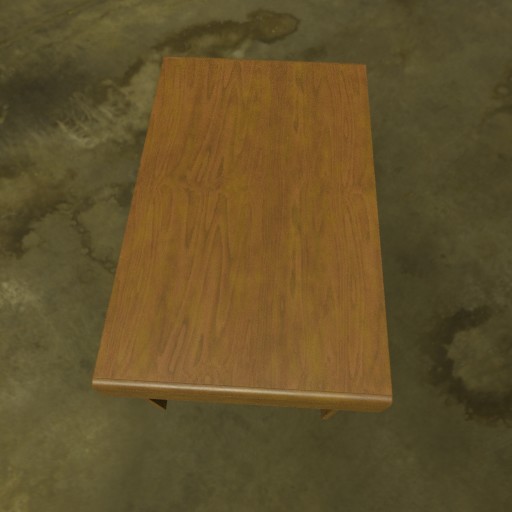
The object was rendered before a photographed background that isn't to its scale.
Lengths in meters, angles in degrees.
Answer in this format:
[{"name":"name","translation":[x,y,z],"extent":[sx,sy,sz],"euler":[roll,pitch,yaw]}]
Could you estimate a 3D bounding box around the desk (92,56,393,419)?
[{"name":"desk","translation":[0.000,0.000,1.535],"extent":[0.660,0.754,1.066],"euler":[3,63,1]}]
